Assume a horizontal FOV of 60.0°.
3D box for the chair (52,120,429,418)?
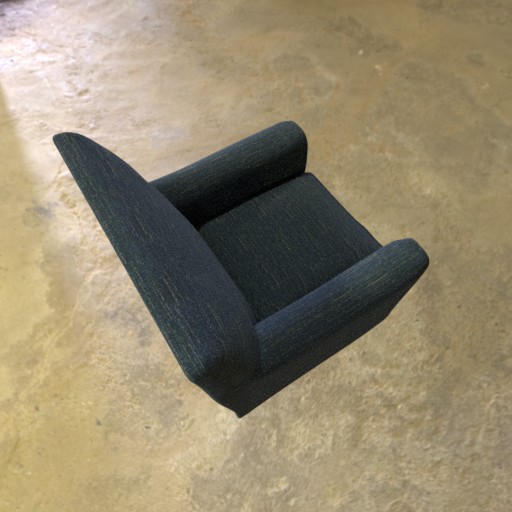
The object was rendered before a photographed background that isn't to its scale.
[{"bbox_3d":[0.000,0.000,1.604,0.873,0.928,0.864,-28,62,-17],"label":"chair"}]
